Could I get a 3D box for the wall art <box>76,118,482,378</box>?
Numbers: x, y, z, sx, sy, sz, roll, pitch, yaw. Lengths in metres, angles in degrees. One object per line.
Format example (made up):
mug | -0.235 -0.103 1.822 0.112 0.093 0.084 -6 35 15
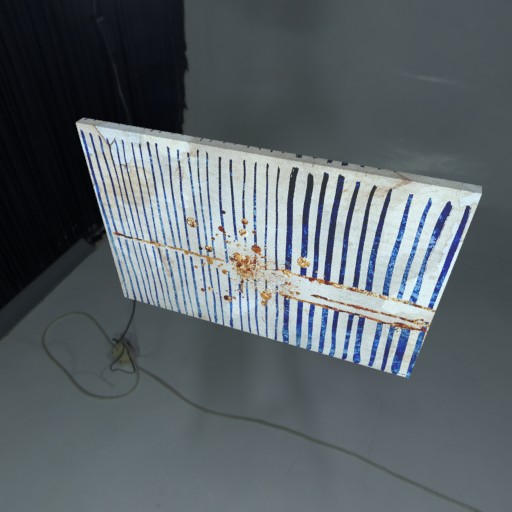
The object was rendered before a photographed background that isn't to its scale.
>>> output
wall art | 0.000 0.000 1.166 0.919 0.609 0.030 13 43 15
